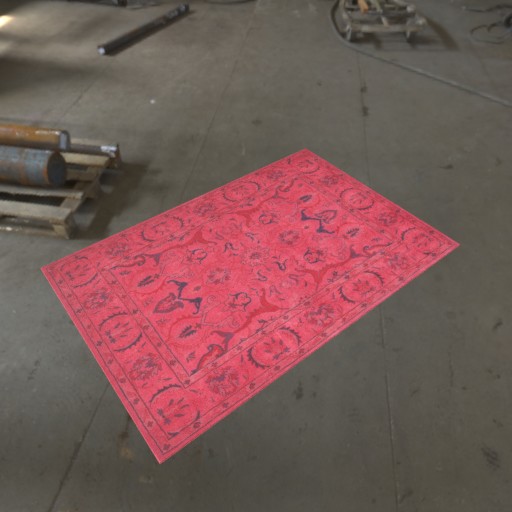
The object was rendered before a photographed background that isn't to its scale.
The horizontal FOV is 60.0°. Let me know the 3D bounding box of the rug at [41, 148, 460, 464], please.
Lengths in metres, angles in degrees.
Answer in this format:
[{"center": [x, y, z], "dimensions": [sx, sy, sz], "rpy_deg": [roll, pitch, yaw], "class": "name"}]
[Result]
[{"center": [0.000, 0.000, 2.296], "dimensions": [1.814, 0.008, 1.209], "rpy_deg": [-29, 52, -26], "class": "rug"}]
